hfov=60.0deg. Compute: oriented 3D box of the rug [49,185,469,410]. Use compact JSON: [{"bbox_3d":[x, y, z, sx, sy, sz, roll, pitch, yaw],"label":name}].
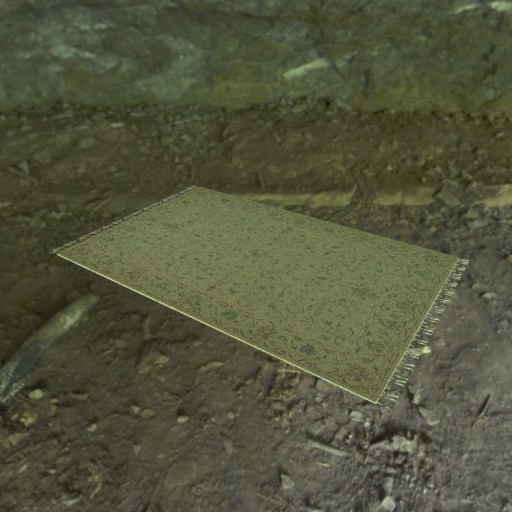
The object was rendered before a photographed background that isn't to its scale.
[{"bbox_3d":[0.000,0.000,3.019,2.435,0.010,1.544,19,35,29],"label":"rug"}]
